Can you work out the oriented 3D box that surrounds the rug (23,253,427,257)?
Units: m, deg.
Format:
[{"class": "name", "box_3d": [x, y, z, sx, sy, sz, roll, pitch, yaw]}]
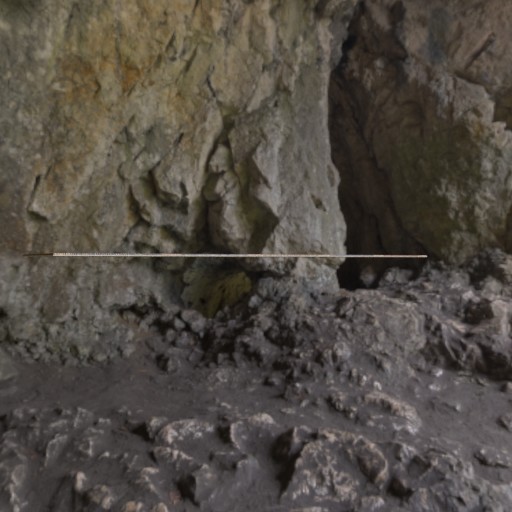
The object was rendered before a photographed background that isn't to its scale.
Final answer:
[{"class": "rug", "box_3d": [0.000, 0.000, 2.532, 2.287, 0.011, 0.687, 0, 0, -36]}]
